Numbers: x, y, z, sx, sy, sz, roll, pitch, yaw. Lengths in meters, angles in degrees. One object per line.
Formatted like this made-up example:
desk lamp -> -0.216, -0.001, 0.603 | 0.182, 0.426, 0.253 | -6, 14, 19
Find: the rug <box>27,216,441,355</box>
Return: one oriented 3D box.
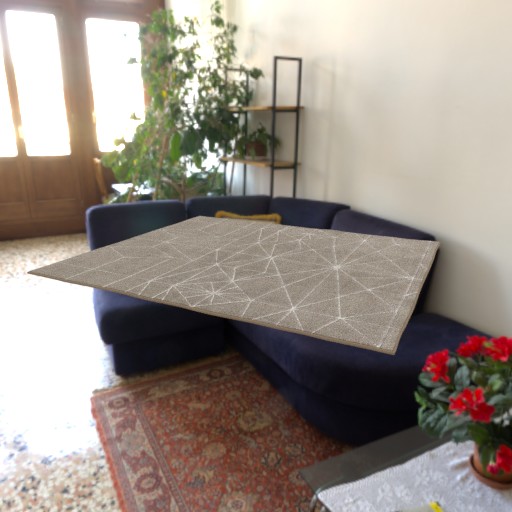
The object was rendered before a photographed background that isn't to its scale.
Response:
rug -> 0.000, 0.000, 0.884 | 0.639, 0.006, 0.548 | 8, 19, 26
